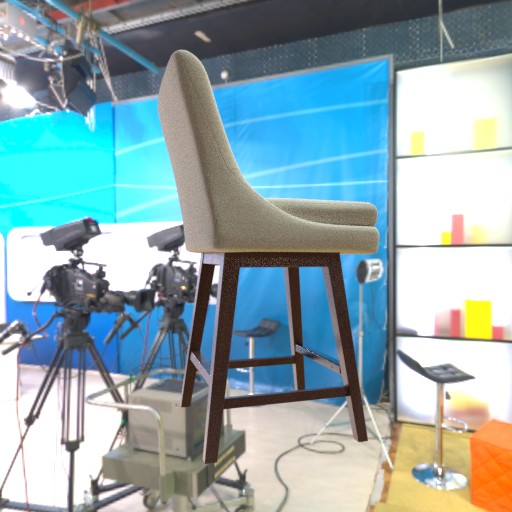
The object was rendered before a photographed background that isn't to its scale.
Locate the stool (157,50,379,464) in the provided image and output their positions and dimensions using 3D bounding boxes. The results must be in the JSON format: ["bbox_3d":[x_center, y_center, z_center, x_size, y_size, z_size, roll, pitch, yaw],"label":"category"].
[{"bbox_3d":[0.000,0.000,1.318,0.559,0.991,0.483,0,0,-17],"label":"stool"}]
